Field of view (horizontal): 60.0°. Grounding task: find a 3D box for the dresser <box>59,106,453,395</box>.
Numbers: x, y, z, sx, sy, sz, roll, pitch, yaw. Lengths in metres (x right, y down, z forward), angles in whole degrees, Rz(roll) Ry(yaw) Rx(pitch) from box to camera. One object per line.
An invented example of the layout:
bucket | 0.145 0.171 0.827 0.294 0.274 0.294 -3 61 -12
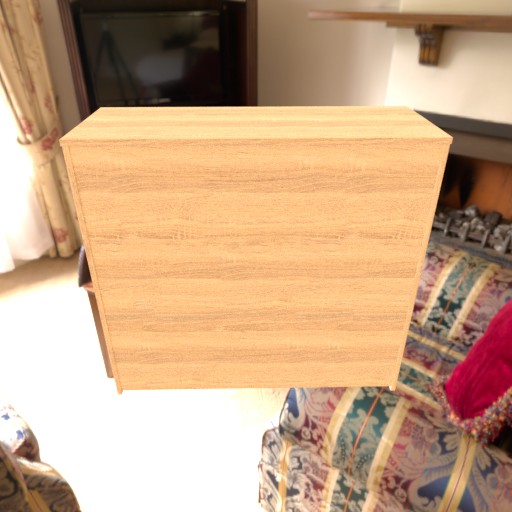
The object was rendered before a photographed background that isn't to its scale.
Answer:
dresser | 0.000 0.000 1.494 0.980 0.900 0.380 -1 30 -1
